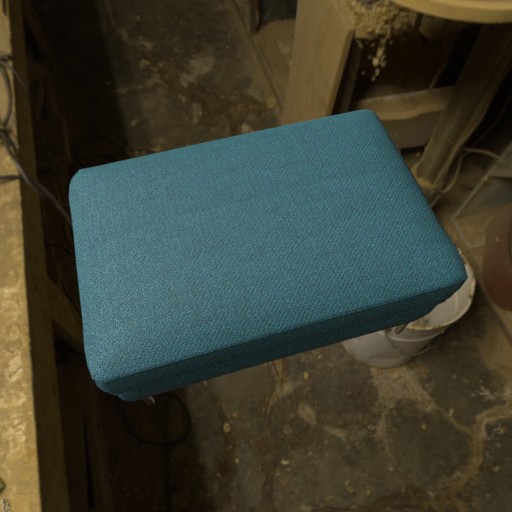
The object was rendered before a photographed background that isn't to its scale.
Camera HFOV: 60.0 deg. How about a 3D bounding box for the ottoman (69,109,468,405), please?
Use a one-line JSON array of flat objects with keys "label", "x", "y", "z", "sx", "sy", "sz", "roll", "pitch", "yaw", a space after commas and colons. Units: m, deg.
[{"label": "ottoman", "x": 0.000, "y": 0.000, "z": 1.199, "sx": 0.856, "sy": 0.498, "sz": 0.563, "roll": -14, "pitch": 62, "yaw": -8}]
